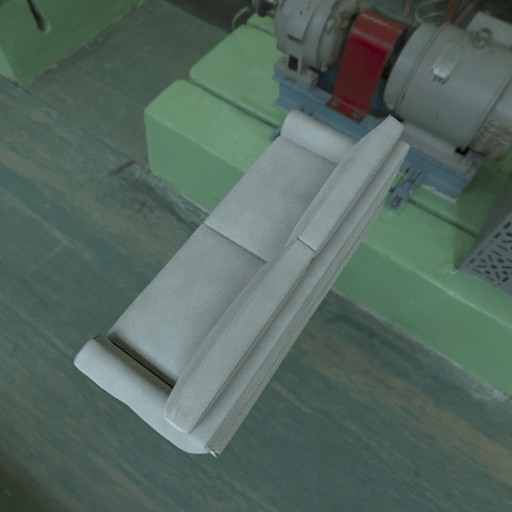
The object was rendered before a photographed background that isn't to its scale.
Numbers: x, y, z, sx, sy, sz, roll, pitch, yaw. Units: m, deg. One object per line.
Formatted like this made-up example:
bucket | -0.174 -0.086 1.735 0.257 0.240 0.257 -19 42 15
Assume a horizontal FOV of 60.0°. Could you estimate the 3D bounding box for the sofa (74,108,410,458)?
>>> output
sofa | 0.000 0.000 2.741 0.900 1.014 2.246 32 67 15
